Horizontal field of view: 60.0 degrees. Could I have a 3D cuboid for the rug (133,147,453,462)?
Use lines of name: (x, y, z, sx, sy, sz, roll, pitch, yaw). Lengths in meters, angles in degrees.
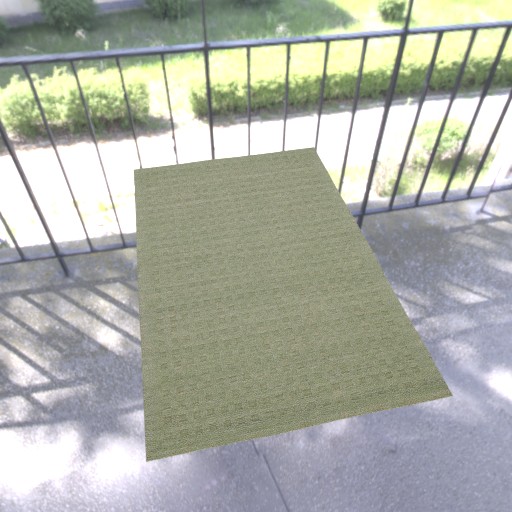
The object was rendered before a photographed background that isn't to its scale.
rug: (0.000, 0.000, 2.177, 1.143, 0.006, 1.747, -9, 47, -8)
